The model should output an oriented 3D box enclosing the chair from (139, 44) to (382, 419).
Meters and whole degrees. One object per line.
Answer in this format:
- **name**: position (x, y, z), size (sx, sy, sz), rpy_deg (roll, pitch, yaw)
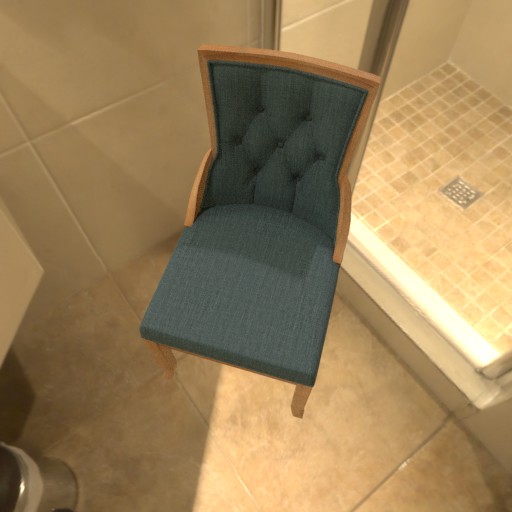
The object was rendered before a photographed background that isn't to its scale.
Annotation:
- **chair**: position (0.000, 0.000, 1.345), size (0.524, 0.947, 0.641), rpy_deg (14, 60, 8)
